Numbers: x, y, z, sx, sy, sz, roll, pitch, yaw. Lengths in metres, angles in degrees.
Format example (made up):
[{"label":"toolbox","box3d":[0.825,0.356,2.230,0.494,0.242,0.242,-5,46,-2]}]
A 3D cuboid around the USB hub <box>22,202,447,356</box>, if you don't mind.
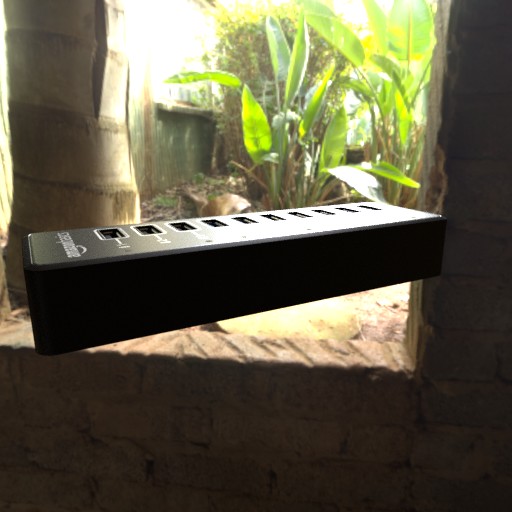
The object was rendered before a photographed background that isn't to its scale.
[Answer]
[{"label":"USB hub","box3d":[0.000,0.000,0.157,0.145,0.023,0.044,-8,18,-26]}]
